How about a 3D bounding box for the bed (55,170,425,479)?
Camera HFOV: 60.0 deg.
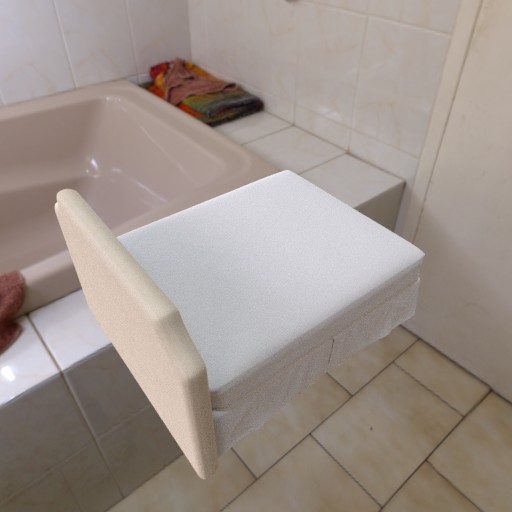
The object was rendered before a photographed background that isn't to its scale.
[{"bbox_3d":[0.000,0.000,3.339,2.209,1.296,1.827,-26,47,-28],"label":"bed"}]
